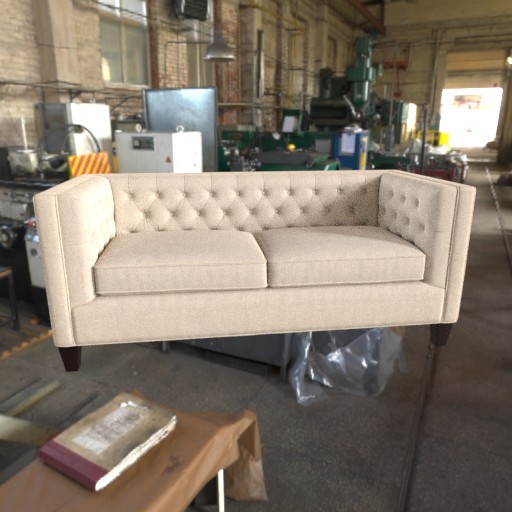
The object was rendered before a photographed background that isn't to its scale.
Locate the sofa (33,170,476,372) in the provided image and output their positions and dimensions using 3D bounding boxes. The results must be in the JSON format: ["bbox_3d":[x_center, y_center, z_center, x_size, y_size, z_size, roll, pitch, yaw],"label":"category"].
[{"bbox_3d":[0.000,0.000,2.217,1.778,0.762,0.775,-2,17,-8],"label":"sofa"}]
